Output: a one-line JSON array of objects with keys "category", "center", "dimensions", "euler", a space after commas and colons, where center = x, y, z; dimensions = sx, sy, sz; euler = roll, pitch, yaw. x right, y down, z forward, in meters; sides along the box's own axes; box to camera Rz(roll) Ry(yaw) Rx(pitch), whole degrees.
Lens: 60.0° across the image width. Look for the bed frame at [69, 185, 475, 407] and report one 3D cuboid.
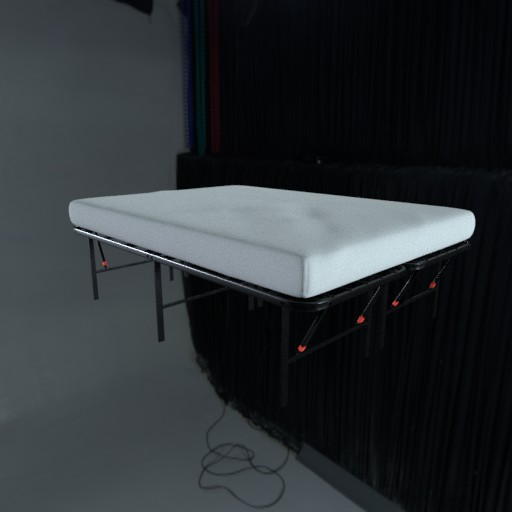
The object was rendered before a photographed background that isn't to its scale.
[{"category": "bed frame", "center": [0.000, 0.000, 2.543], "dimensions": [1.372, 0.637, 1.905], "euler": [-14, 20, -42]}]
